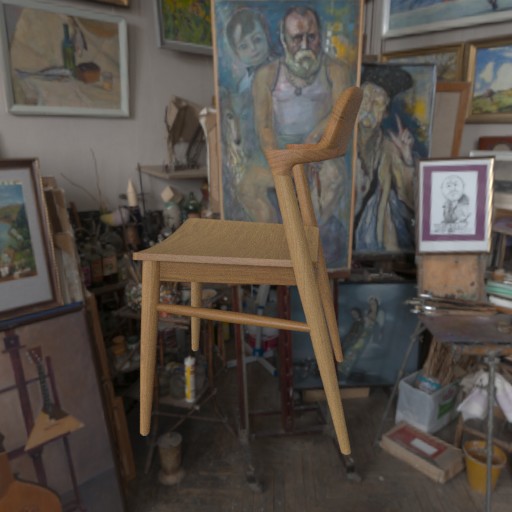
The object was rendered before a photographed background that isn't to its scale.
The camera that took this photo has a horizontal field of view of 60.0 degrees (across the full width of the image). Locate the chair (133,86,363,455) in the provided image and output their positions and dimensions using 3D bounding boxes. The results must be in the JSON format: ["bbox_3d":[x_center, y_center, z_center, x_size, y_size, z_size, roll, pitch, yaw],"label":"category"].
[{"bbox_3d":[0.000,0.000,1.141,0.499,0.792,0.512,2,16,8],"label":"chair"}]
